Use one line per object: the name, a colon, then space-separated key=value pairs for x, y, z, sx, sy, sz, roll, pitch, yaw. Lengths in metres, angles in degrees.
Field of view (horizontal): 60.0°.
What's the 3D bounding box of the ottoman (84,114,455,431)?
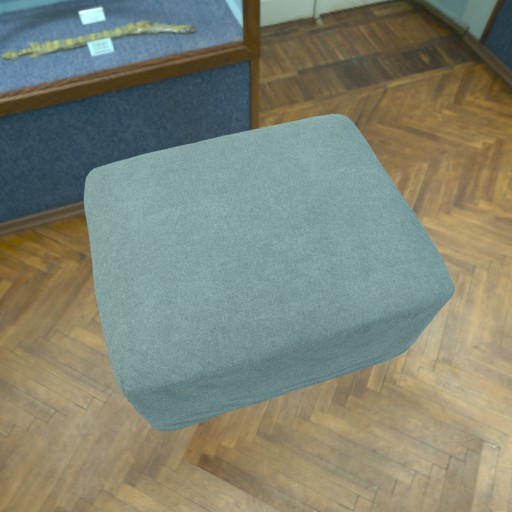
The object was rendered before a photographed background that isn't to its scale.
ottoman: x=0.000 y=0.000 z=1.251 sx=0.837 sy=0.481 sz=0.683 roll=-15 pitch=59 yaw=-9
